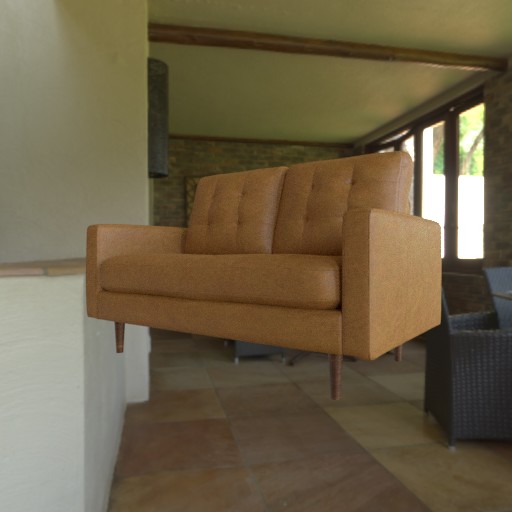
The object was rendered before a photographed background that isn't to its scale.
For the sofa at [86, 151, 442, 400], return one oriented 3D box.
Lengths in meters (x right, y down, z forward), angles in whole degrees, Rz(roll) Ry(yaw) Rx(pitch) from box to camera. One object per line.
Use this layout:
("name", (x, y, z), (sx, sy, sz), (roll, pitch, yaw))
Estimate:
("sofa", (0.000, 0.000, 1.996), (1.430, 0.898, 0.868), (0, 1, 36))
